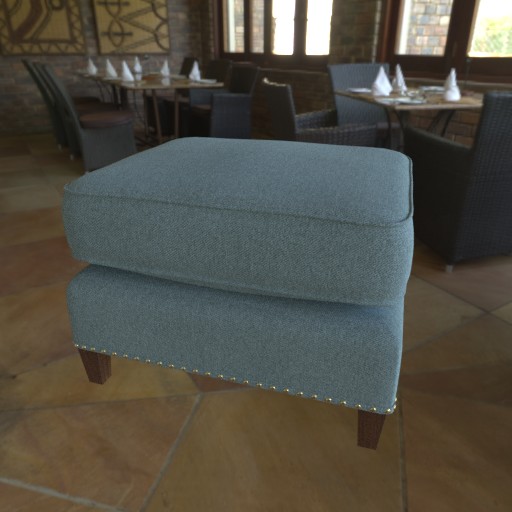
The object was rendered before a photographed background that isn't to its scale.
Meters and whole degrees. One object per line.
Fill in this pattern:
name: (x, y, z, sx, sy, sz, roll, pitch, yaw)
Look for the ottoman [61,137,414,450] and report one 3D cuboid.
ottoman: (0.000, 0.000, 1.127, 0.738, 0.537, 0.589, 8, 26, 16)
